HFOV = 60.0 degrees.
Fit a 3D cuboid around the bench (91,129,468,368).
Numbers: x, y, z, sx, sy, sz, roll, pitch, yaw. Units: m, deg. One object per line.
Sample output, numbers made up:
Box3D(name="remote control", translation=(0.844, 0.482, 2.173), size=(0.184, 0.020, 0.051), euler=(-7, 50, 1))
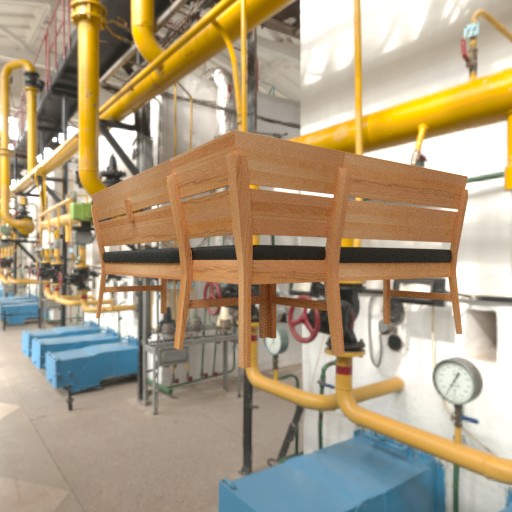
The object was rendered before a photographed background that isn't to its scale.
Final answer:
Box3D(name="bench", translation=(0.000, 0.000, 2.839), size=(1.548, 0.890, 1.948), euler=(0, -1, -35))
